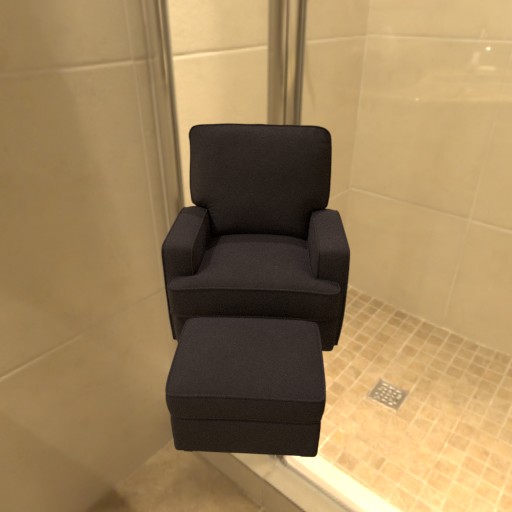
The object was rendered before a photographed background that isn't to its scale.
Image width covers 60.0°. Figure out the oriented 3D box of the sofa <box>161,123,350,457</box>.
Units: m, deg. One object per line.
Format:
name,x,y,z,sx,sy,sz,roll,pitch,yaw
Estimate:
sofa,0.000,0.000,2.053,0.861,0.959,1.472,2,30,3
